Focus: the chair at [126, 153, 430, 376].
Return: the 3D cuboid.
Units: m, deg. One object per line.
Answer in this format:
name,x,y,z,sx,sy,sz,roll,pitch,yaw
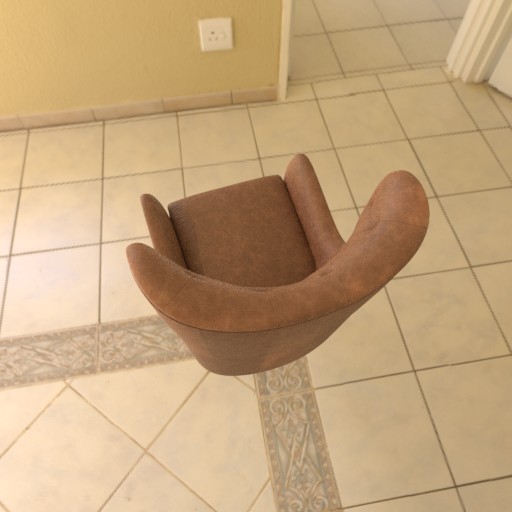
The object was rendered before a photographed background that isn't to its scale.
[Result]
chair,0.000,0.000,1.731,0.831,1.079,0.930,-16,60,-10
